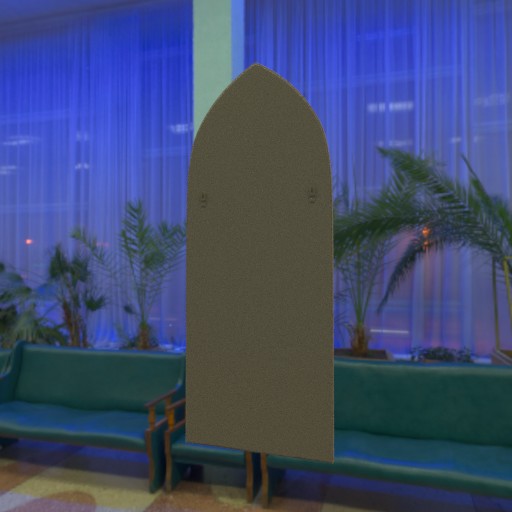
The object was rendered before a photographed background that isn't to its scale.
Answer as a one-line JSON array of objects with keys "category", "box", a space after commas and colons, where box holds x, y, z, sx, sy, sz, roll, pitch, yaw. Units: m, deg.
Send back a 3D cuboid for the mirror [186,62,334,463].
[{"category": "mirror", "box": [0.000, 0.000, 1.340, 0.464, 1.175, 0.025, 0, -1, 18]}]
